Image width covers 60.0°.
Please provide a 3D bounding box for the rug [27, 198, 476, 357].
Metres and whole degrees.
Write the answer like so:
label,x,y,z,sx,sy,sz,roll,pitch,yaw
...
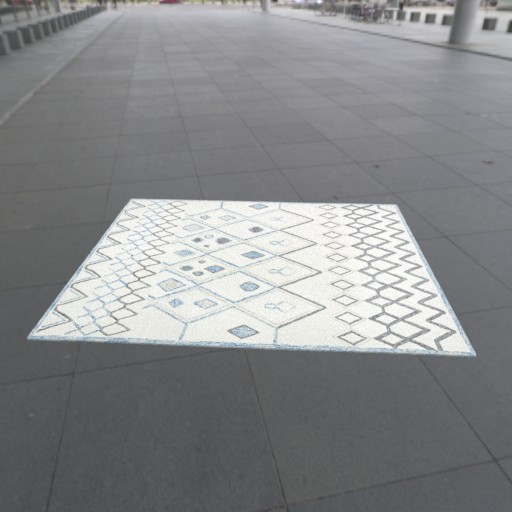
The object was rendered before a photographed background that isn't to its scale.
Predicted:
label,x,y,z,sx,sy,sz,roll,pitch,yaw
rug,0.000,0.000,4.045,3.056,0.013,2.441,2,31,3
